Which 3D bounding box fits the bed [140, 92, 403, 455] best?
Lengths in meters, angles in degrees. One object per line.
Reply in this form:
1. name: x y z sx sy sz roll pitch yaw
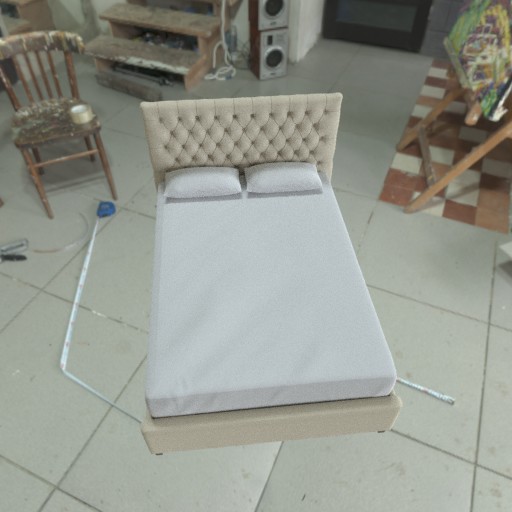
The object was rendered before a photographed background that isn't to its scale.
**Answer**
1. bed: 0.000 0.000 3.413 1.698 1.427 2.387 -4 47 -4
